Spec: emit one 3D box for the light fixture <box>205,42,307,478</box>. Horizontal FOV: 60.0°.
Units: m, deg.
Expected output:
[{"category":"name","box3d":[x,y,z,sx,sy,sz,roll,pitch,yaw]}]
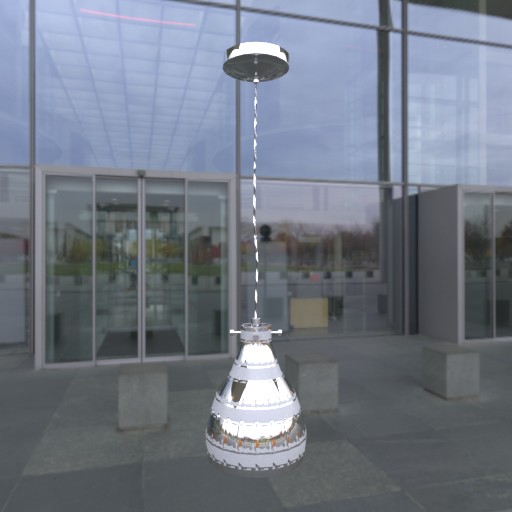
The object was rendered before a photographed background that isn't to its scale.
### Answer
[{"category":"light fixture","box3d":[0.000,0.000,1.633,0.374,1.457,0.374,0,0,0]}]
